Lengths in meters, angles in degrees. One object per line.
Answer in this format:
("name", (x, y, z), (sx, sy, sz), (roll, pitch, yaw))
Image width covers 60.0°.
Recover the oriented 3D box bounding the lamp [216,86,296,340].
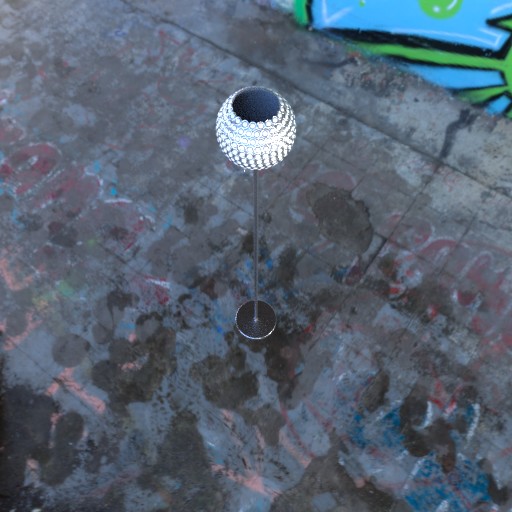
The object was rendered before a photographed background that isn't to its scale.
("lamp", (0.000, 0.000, 1.989), (0.254, 1.805, 0.254), (0, 63, 0))
